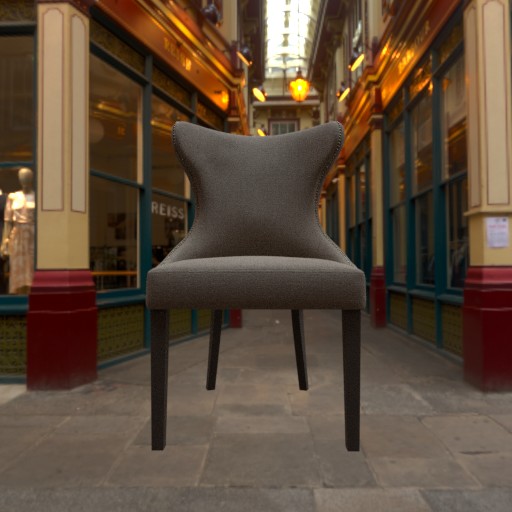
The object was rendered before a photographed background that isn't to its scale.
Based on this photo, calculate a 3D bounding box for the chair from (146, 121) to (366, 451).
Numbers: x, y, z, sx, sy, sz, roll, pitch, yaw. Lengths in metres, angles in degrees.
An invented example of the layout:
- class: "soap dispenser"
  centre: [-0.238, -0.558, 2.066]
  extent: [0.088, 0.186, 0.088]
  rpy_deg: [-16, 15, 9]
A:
- class: "chair"
  centre: [0.000, 0.000, 1.401]
  extent: [0.628, 0.967, 0.635]
  rpy_deg: [0, -1, 1]
